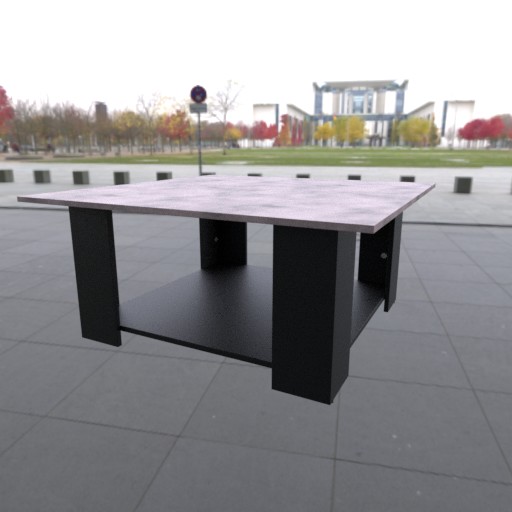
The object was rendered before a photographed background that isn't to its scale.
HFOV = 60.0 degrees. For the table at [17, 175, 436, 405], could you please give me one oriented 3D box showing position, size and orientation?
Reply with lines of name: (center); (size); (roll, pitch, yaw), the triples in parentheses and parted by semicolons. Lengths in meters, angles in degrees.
table: (0.000, 0.000, 1.012); (0.670, 0.305, 0.670); (7, 16, 26)
